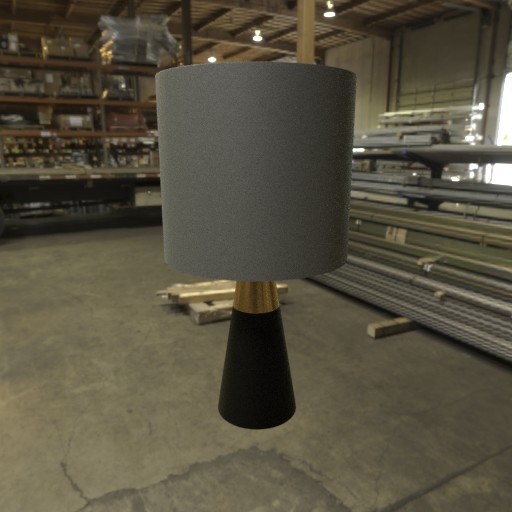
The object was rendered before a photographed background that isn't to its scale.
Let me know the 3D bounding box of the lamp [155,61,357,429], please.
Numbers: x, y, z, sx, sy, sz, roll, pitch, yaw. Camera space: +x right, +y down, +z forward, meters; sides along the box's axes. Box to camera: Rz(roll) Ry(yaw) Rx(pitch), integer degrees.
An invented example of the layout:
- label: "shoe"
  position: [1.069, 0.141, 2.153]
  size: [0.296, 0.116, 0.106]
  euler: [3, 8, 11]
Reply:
- label: "lamp"
  position: [0.000, 0.000, 0.762]
  size: [0.308, 0.580, 0.308]
  euler: [-8, 16, -28]
